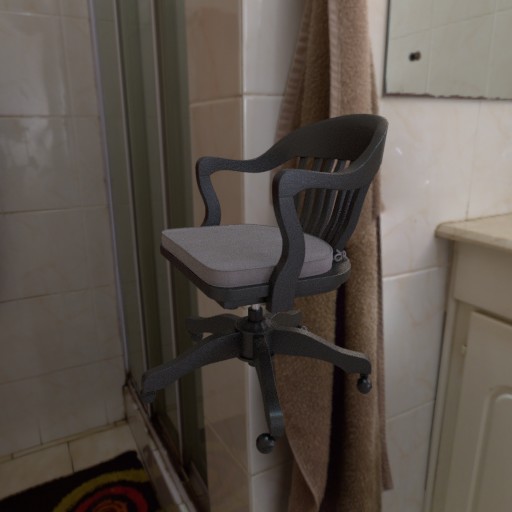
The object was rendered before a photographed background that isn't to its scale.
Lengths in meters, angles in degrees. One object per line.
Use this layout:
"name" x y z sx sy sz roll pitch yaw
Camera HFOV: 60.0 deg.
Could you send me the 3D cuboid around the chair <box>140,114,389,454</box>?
"chair" 0.000 0.000 1.419 0.788 0.878 0.750 -8 18 -25
